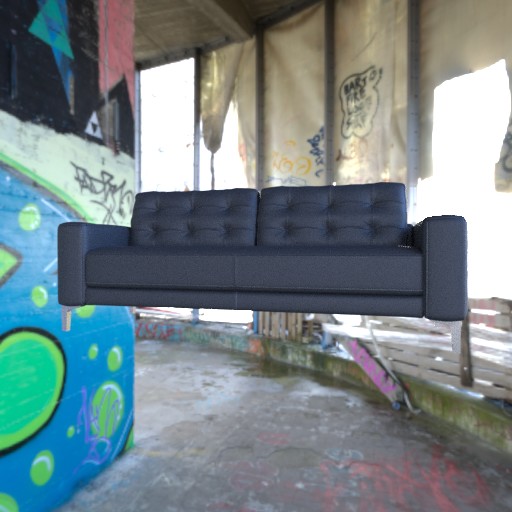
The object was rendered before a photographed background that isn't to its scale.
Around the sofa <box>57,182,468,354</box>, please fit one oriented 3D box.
[{"bbox_3d":[0.000,0.000,2.724,2.275,0.893,0.833,0,1,16],"label":"sofa"}]
